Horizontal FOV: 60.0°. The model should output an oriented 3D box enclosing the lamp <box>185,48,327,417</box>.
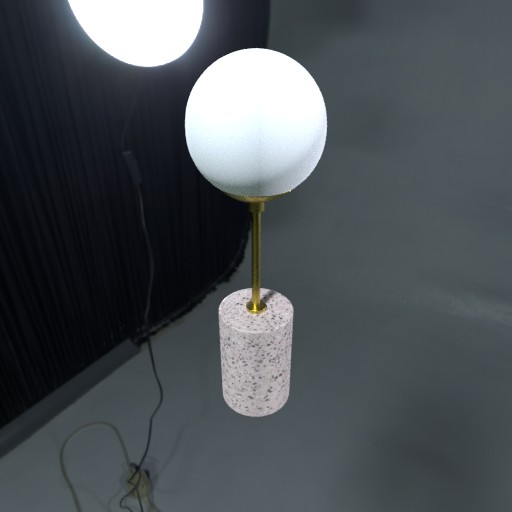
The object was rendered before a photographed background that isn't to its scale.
[{"bbox_3d":[0.000,0.000,0.565,0.153,0.480,0.153,0,30,0],"label":"lamp"}]
